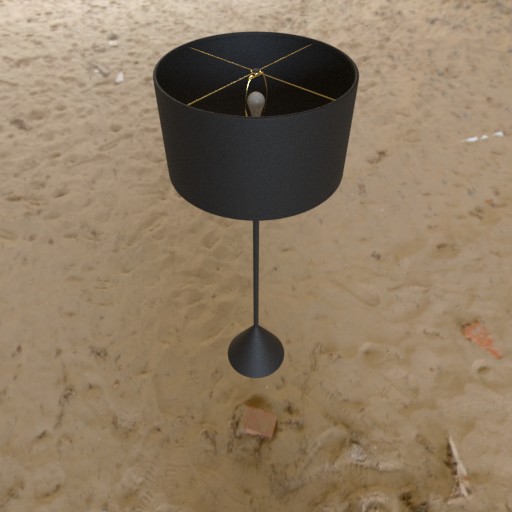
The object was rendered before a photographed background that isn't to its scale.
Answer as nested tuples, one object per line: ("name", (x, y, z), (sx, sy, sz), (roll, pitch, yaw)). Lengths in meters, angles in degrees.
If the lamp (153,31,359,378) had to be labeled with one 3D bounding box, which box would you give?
("lamp", (0.000, 0.000, 1.802), (0.580, 1.526, 0.580), (32, 53, 27))
